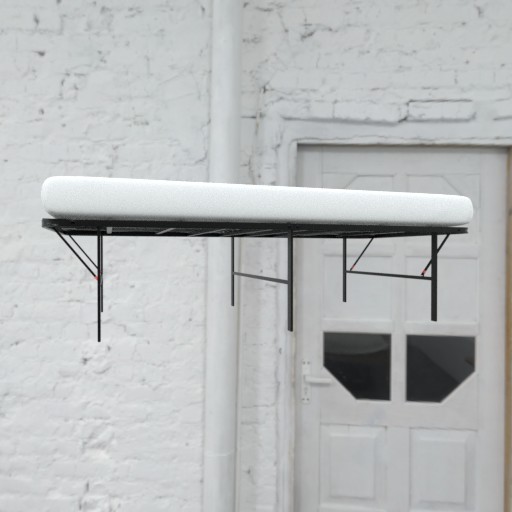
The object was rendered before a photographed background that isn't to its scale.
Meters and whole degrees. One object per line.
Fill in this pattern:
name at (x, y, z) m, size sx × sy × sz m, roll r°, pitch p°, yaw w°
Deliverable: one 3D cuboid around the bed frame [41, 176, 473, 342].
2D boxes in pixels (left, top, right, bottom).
bed frame at (0.000, 0.000, 2.282) m, size 1.903 × 0.619 × 0.989 m, roll 0°, pitch 1°, yaw -18°
